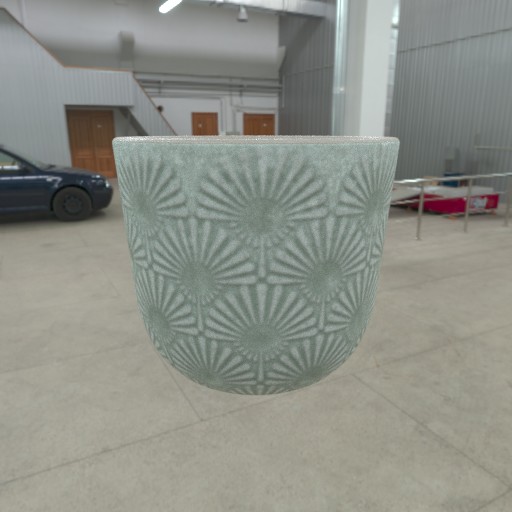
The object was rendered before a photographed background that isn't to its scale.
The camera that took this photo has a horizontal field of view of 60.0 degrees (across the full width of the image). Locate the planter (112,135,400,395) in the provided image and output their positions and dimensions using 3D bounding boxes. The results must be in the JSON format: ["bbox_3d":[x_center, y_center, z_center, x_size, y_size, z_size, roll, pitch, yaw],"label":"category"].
[{"bbox_3d":[0.000,0.000,0.293,0.170,0.152,0.170,0,16,0],"label":"planter"}]
